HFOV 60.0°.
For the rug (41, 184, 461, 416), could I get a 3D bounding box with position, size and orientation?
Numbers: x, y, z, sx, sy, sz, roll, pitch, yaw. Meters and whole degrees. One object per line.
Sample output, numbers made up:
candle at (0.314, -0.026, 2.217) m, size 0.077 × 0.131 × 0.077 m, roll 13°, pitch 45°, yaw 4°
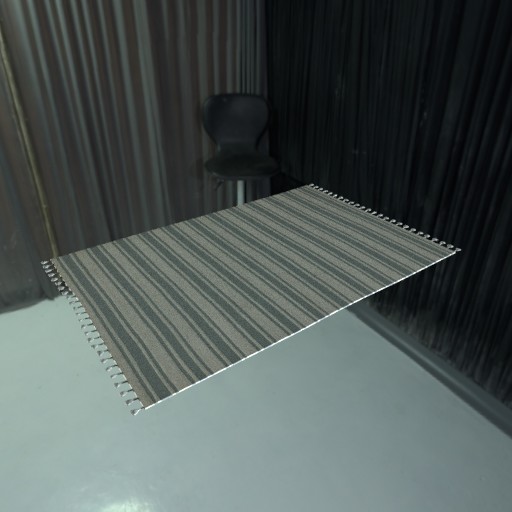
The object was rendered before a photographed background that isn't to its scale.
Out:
rug at (0.000, 0.000, 3.003) m, size 2.410 × 0.011 × 1.539 m, roll -20°, pitch 36°, yaw -30°
